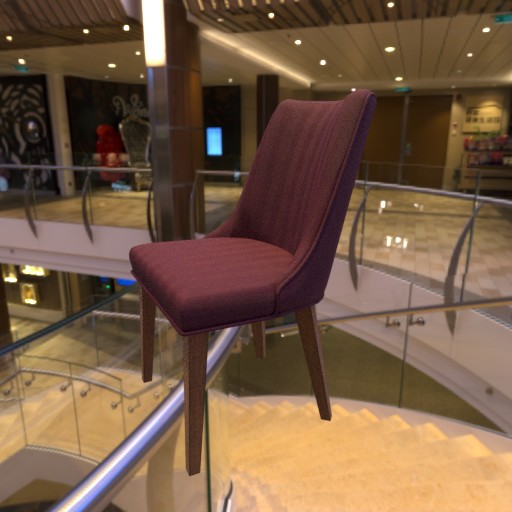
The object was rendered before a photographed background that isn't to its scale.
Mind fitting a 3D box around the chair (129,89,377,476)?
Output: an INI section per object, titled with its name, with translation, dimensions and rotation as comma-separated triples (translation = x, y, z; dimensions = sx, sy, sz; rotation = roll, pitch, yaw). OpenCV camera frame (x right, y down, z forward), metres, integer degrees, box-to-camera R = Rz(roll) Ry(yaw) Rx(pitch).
[chair]
translation = 0.000, 0.000, 1.311
dimensions = 0.638, 0.916, 0.548
rotation = -7, 17, -26
